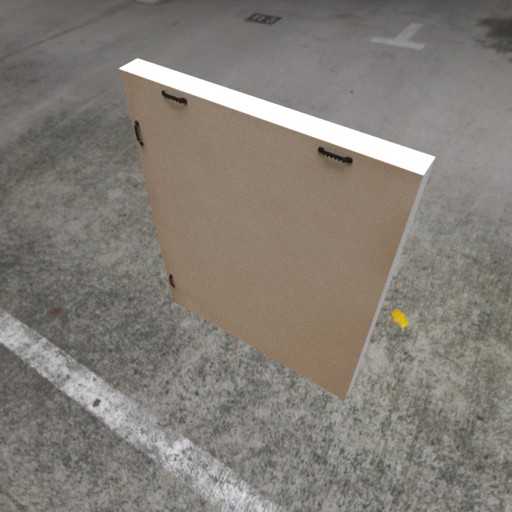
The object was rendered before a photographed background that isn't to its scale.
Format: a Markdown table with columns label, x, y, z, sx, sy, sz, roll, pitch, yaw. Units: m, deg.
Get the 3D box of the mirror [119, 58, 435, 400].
| label | x | y | z | sx | sy | sz | roll | pitch | yaw |
| --- | --- | --- | --- | --- | --- | --- | --- | --- | --- |
| mirror | 0.000 | 0.000 | 0.696 | 0.405 | 0.508 | 0.041 | 26 | 53 | 22 |
